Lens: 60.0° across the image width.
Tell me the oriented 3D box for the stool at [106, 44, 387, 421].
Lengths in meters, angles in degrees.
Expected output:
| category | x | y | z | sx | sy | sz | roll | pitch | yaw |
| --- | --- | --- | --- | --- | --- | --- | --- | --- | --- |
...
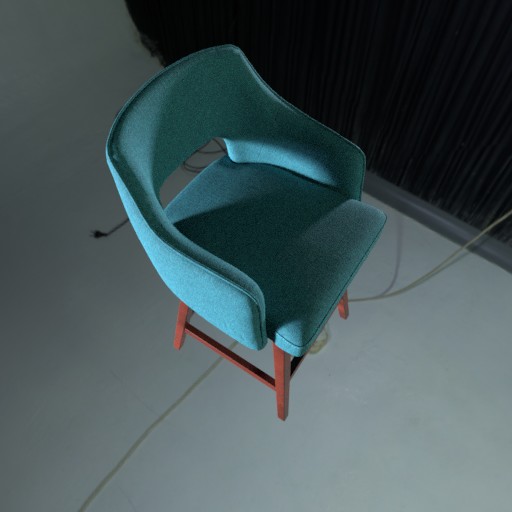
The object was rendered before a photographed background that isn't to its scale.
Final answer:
| category | x | y | z | sx | sy | sz | roll | pitch | yaw |
| --- | --- | --- | --- | --- | --- | --- | --- | --- | --- |
| stool | 0.000 | 0.000 | 1.273 | 0.556 | 0.961 | 0.548 | 29 | 61 | 18 |
